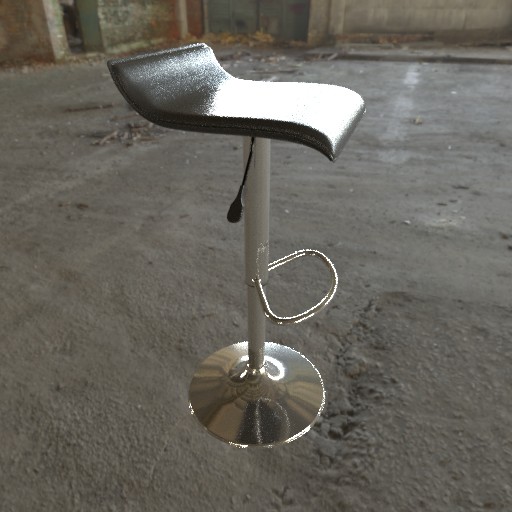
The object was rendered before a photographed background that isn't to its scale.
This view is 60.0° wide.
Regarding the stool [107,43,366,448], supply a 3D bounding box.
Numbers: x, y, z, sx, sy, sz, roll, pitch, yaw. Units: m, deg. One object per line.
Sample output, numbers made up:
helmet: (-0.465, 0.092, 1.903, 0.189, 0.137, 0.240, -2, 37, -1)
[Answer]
stool: (0.000, 0.000, 1.017, 0.381, 0.851, 0.381, 10, 32, 17)
